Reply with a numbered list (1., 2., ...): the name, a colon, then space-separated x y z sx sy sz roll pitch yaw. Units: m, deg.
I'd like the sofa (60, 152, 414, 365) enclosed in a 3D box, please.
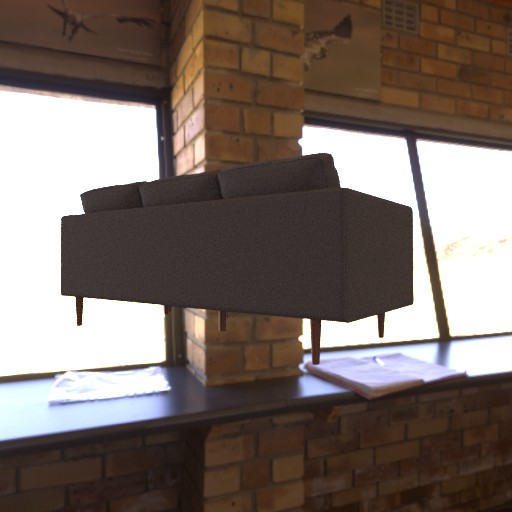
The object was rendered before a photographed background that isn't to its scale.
1. sofa: 0.000 0.000 2.929 2.031 0.897 1.591 0 0 36
